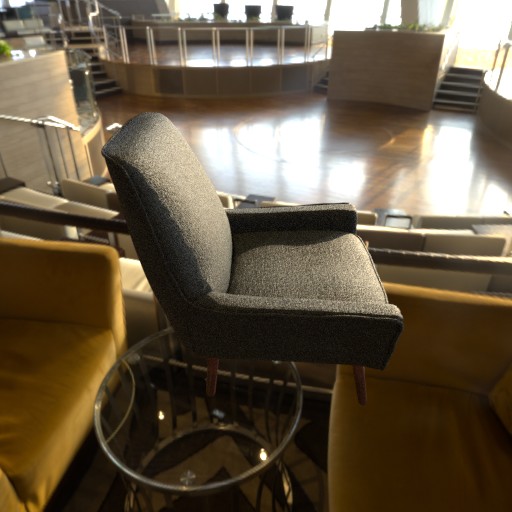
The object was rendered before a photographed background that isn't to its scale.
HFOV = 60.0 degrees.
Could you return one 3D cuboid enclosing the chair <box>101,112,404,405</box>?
[{"bbox_3d":[0.000,0.000,1.542,0.859,0.883,0.763,0,32,0],"label":"chair"}]
